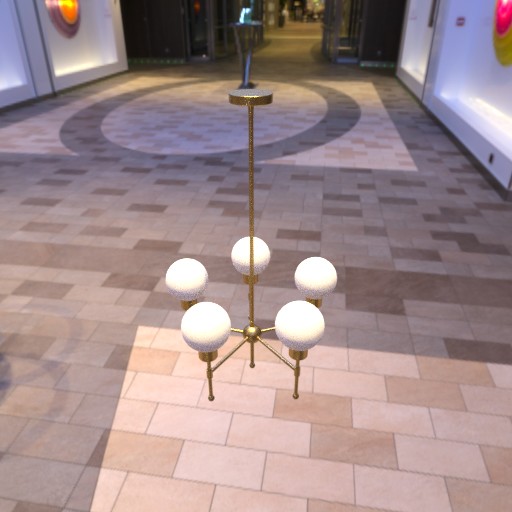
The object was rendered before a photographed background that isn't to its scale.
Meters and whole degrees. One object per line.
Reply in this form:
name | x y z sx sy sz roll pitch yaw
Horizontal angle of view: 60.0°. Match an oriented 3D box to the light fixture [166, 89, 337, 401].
light fixture | 0.000 0.000 1.912 0.815 1.331 0.785 -21 35 -32
